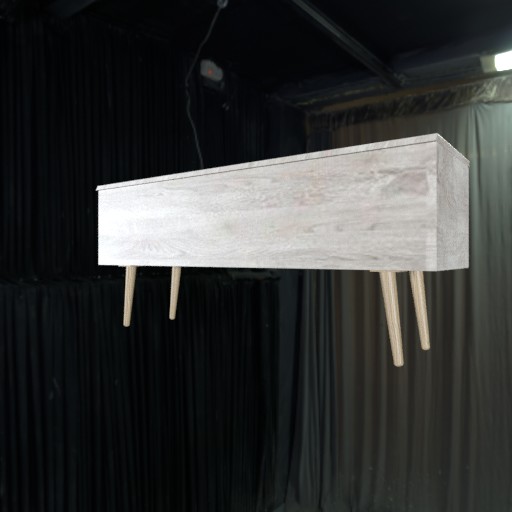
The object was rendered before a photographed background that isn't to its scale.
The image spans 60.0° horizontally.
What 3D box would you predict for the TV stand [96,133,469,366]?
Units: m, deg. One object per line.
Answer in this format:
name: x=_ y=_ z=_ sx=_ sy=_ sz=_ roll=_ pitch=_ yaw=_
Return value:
TV stand: x=0.000 y=0.000 z=1.563 sx=1.313 sy=0.565 sz=0.401 roll=0 pitch=0 yaw=36
